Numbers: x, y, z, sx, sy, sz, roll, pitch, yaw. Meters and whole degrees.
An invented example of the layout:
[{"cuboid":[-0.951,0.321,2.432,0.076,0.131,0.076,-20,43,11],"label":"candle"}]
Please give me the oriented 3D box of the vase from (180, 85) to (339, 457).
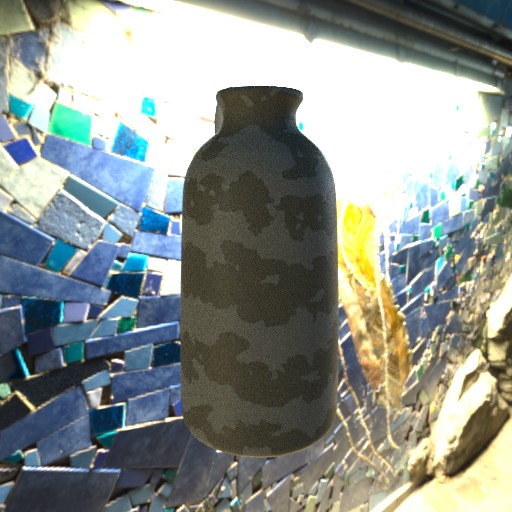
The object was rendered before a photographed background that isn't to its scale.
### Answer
[{"cuboid":[0.000,0.000,0.506,0.186,0.382,0.203,-7,14,-27],"label":"vase"}]
